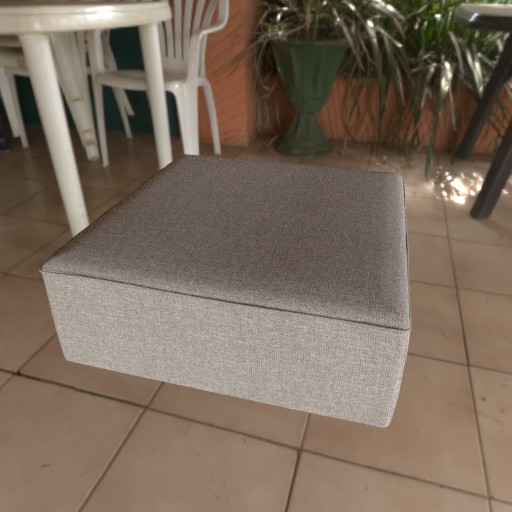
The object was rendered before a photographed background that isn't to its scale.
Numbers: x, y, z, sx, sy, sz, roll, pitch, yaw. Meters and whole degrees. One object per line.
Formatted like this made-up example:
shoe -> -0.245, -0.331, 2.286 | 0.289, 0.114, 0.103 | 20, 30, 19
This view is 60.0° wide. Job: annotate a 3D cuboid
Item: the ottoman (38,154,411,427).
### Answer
ottoman -> 0.000, 0.000, 1.612 | 1.023, 0.423, 1.017 | 8, 32, 13
